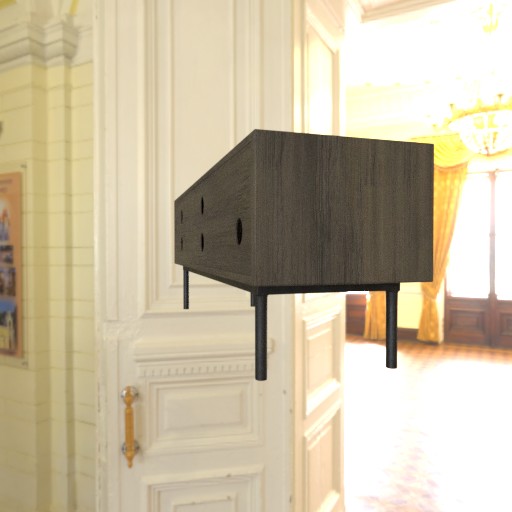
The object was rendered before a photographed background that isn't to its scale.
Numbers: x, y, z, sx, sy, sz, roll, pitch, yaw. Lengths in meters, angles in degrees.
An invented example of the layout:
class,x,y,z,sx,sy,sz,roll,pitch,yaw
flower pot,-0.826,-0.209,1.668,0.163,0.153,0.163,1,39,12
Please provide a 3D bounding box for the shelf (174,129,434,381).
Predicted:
class,x,y,z,sx,sy,sz,roll,pitch,yaw
shelf,0.000,0.000,1.502,0.400,0.495,1.300,0,1,-17
